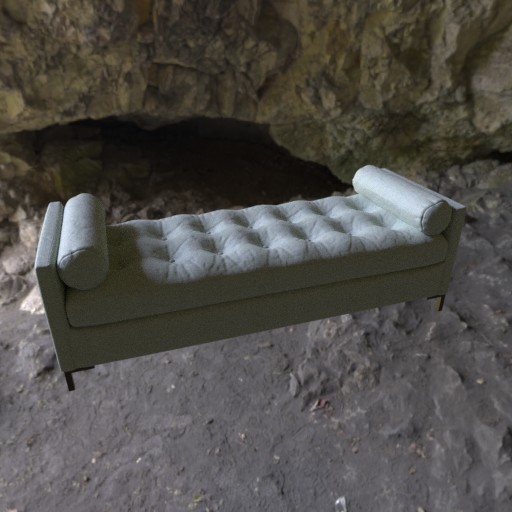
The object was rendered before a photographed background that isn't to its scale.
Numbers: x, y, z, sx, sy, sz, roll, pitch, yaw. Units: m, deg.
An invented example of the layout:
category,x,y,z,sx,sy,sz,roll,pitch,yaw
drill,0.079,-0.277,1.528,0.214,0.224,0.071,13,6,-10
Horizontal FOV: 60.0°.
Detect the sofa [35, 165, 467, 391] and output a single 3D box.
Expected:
category,x,y,z,sx,sy,sz,roll,pitch,yaw
sofa,0.000,0.000,2.465,2.102,0.705,0.796,-9,28,-16
